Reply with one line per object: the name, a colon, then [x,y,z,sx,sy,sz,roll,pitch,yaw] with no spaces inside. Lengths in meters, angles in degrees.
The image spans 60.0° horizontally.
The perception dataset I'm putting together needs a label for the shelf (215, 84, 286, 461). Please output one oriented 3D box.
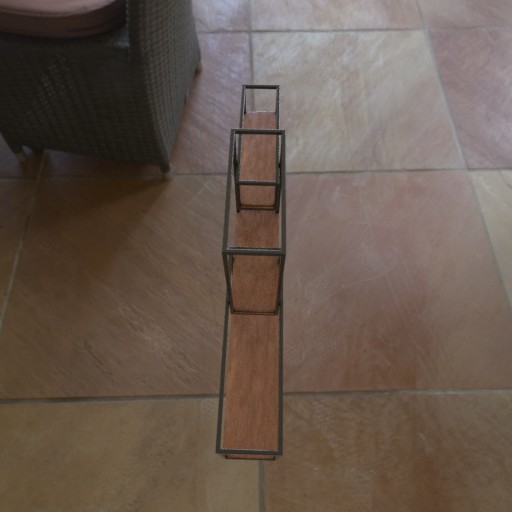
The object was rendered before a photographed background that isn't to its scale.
shelf: [0.000,0.000,2.178,0.275,0.972,1.781,2,63,1]
